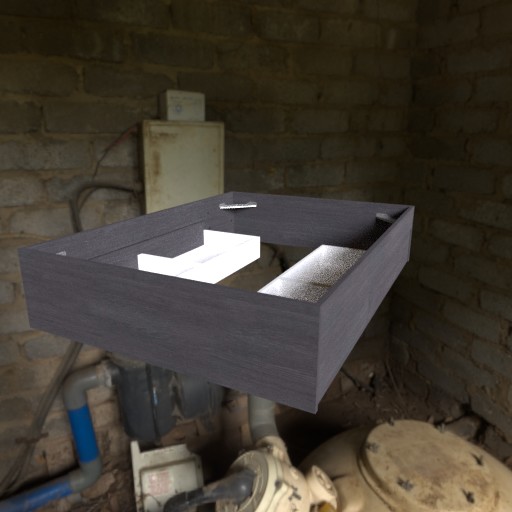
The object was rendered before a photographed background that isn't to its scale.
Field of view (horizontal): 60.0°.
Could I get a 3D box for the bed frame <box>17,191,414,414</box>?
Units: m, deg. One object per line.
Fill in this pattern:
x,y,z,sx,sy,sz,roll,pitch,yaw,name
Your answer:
0.000,0.000,2.588,1.448,0.459,1.944,8,19,26,bed frame
